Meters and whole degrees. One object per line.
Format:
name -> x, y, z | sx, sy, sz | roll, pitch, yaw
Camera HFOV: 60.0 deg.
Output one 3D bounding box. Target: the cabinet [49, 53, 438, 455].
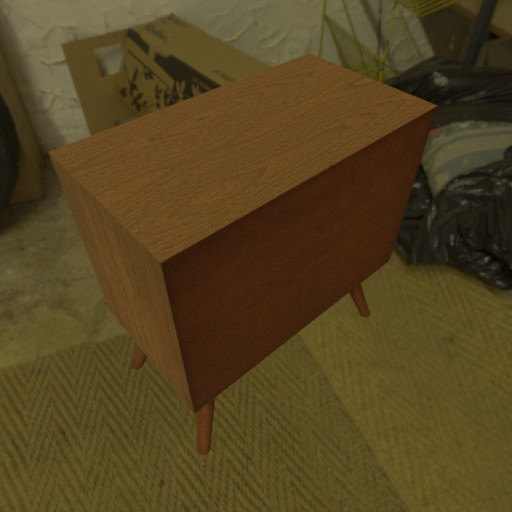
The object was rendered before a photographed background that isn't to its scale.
cabinet -> 0.000, 0.000, 1.164 | 0.712, 0.748, 0.388 | -32, 54, -28
